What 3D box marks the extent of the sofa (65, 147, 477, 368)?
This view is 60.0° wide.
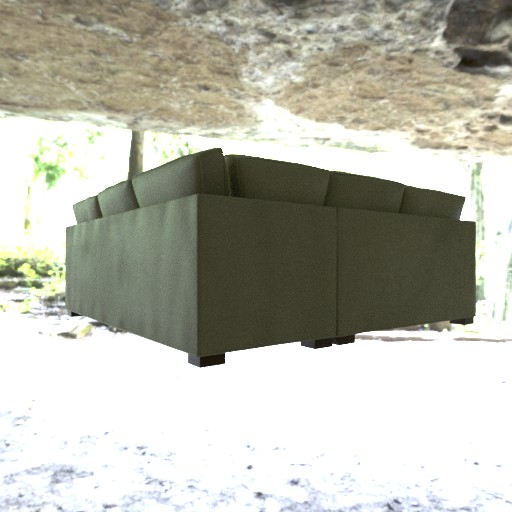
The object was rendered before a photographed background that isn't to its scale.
[{"bbox_3d":[0.000,0.000,3.286,2.182,0.939,2.189,0,-1,-36],"label":"sofa"}]
